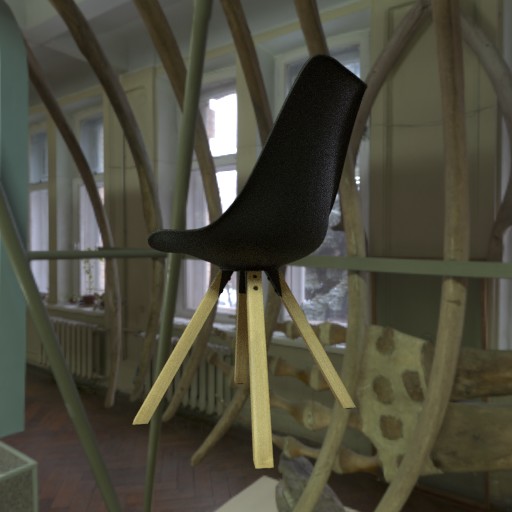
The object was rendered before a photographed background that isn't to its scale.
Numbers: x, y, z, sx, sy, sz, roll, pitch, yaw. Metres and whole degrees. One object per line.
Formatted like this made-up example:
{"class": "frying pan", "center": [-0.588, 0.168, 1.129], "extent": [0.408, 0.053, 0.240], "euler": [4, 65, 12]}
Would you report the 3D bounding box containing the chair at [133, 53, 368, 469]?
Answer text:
{"class": "chair", "center": [0.000, 0.000, 1.163], "extent": [0.549, 0.850, 0.485], "euler": [1, 1, 36]}
